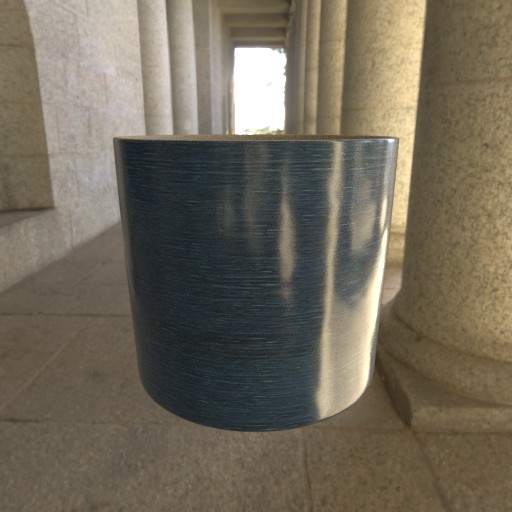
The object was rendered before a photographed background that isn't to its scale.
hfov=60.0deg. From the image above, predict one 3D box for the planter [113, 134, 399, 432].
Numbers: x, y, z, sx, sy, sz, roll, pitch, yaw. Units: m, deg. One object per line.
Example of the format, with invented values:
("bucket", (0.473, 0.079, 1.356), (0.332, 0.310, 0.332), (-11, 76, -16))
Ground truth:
("planter", (0.000, 0.000, 0.386), (0.221, 0.201, 0.221), (0, 16, 0))
